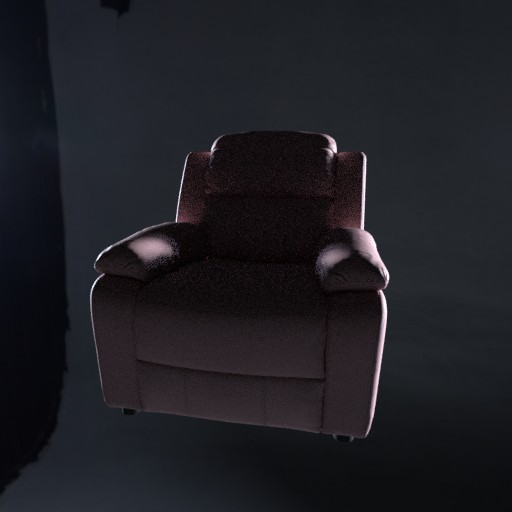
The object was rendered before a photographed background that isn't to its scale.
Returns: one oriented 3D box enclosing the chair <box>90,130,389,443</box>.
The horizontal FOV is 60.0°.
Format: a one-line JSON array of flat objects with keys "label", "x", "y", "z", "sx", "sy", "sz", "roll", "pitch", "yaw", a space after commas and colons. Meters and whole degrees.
[{"label": "chair", "x": 0.000, "y": 0.000, "z": 1.250, "sx": 0.680, "sy": 0.702, "sz": 0.709, "roll": 3, "pitch": 14, "yaw": 11}]
